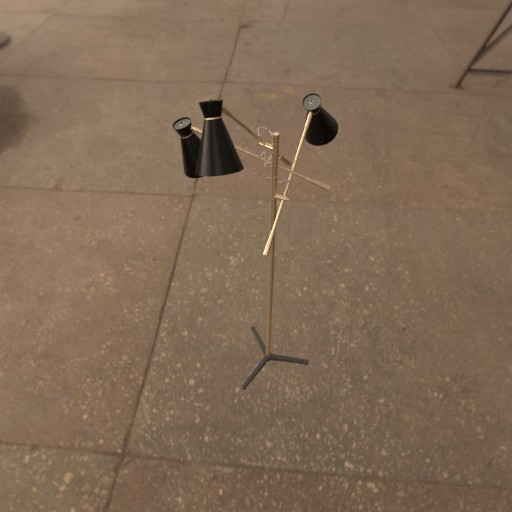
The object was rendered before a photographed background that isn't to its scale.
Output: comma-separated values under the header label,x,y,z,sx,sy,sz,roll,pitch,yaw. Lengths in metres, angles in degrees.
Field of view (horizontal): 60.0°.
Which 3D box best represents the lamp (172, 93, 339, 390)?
label,x,y,z,sx,sy,sz,roll,pitch,yaw
lamp,0.000,0.000,2.119,0.653,1.804,0.750,5,46,5
